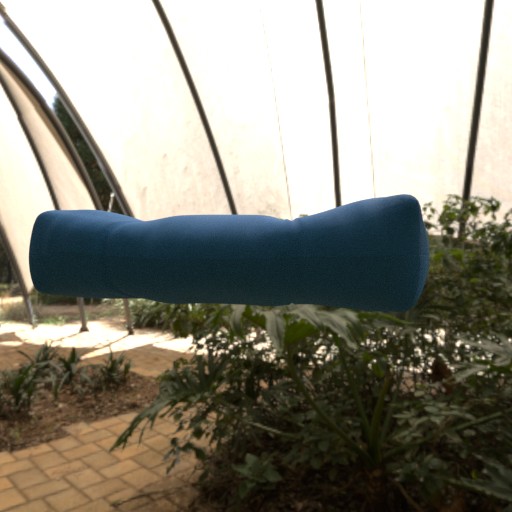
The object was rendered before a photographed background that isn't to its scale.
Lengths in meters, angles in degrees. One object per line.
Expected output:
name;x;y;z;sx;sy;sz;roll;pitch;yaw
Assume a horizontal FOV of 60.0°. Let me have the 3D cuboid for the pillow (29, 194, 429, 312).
pillow;0.000;0.000;0.709;0.490;0.128;0.468;0;0;17
